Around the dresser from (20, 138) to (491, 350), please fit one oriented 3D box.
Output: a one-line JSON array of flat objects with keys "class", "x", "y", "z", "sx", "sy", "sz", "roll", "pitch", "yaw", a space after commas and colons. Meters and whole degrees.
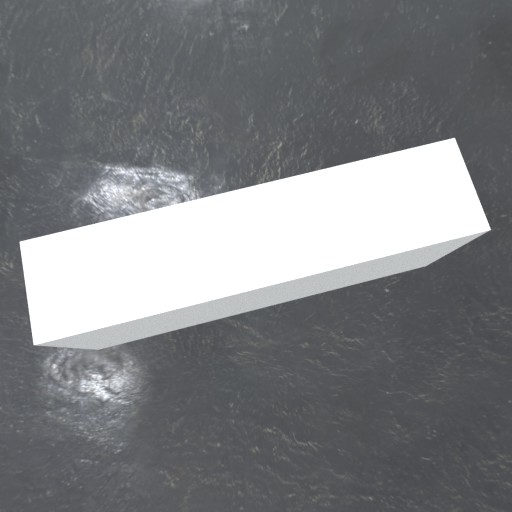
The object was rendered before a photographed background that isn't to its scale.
[{"class": "dresser", "x": 0.000, "y": 0.000, "z": 2.530, "sx": 2.200, "sy": 0.840, "sz": 0.500, "roll": -14, "pitch": 77, "yaw": -3}]
